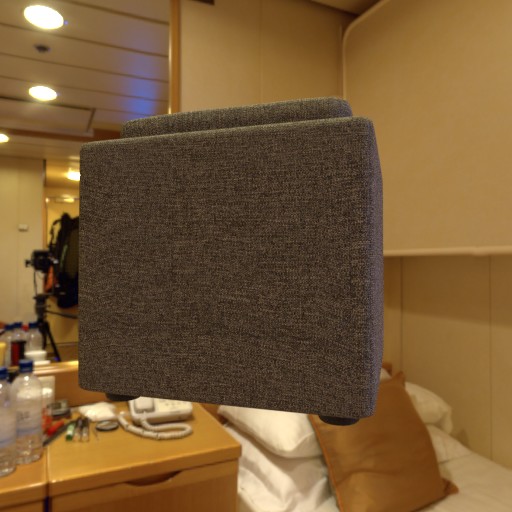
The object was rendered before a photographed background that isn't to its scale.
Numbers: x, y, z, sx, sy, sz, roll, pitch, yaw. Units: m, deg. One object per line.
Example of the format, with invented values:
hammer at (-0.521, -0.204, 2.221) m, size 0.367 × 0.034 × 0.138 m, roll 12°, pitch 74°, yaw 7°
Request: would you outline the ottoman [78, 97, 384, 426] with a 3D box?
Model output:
ottoman at (0.000, 0.000, 0.832) m, size 0.450 × 0.460 × 0.450 m, roll 0°, pitch -1°, yaw 18°
